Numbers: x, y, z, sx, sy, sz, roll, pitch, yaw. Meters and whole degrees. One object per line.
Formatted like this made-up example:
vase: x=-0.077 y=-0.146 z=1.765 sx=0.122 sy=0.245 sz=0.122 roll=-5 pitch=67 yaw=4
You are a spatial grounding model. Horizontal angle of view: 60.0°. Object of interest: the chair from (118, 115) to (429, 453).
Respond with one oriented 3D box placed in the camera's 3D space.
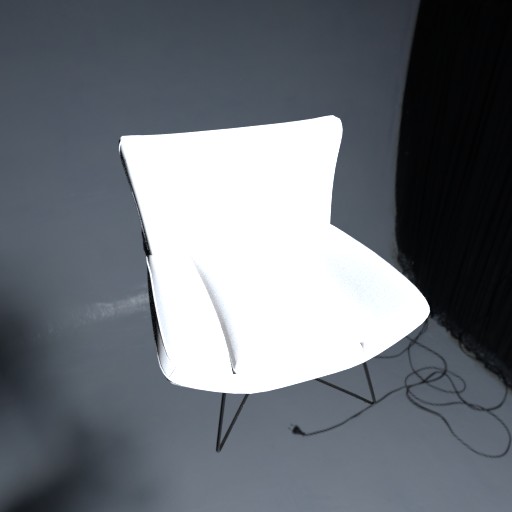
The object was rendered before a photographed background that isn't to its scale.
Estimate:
chair: x=0.000 y=0.000 z=1.669 sx=0.859 sy=0.855 sz=1.008 roll=-11 pitch=34 yaw=-16
